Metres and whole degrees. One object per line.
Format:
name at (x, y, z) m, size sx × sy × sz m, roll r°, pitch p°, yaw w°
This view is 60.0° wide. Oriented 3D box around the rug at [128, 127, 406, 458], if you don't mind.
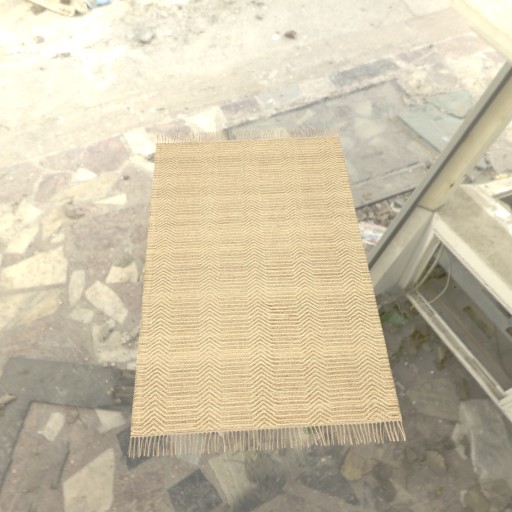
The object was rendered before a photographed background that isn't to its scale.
rug at (0.000, 0.000, 2.468) m, size 1.224 × 0.027 × 2.021 m, roll -3°, pitch 58°, yaw -2°
